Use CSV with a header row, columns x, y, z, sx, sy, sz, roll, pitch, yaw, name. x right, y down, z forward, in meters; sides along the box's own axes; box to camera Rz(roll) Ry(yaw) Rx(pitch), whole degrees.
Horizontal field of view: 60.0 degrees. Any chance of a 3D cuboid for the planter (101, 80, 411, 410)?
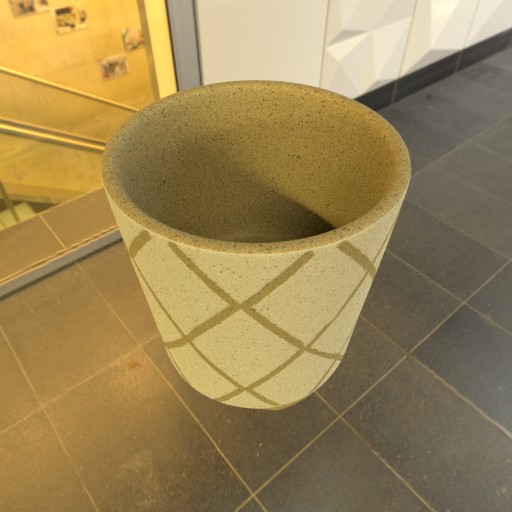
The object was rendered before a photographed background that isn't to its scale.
x,y,z,sx,sy,sz,roll,pitch,yaw,name
0.000,0.000,0.350,0.191,0.199,0.191,0,46,0,planter
